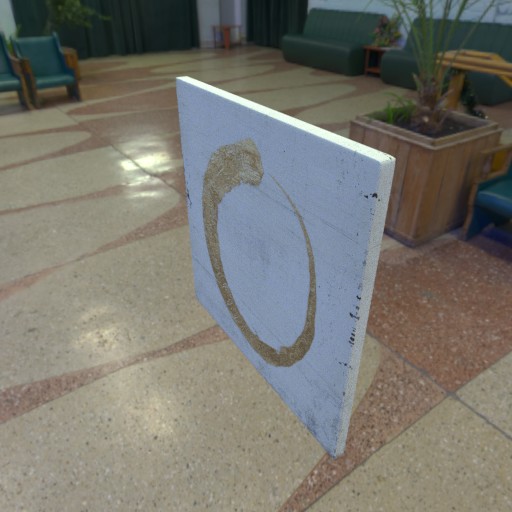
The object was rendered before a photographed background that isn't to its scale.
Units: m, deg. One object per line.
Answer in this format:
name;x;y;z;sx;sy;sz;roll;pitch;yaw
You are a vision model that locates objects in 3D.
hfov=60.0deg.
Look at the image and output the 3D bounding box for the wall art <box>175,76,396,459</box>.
wall art;0.000;0.000;1.152;0.038;0.762;0.762;-19;37;-27
